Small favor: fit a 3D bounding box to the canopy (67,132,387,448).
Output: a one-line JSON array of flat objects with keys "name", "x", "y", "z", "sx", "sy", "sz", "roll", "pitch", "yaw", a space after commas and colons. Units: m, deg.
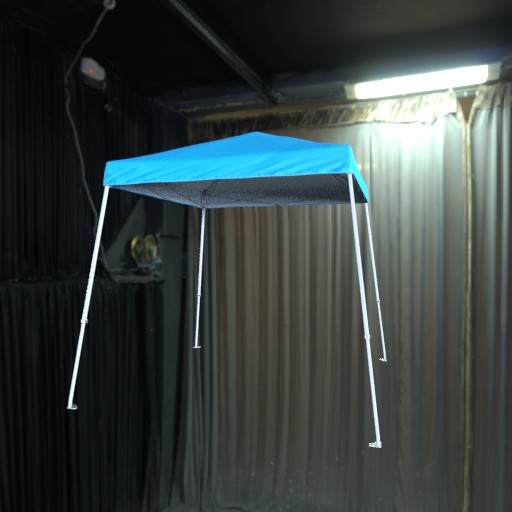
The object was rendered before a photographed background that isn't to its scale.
[{"name": "canopy", "x": 0.000, "y": 0.000, "z": 5.099, "sx": 2.849, "sy": 2.849, "sz": 2.848, "roll": 0, "pitch": 1, "yaw": 17}]
